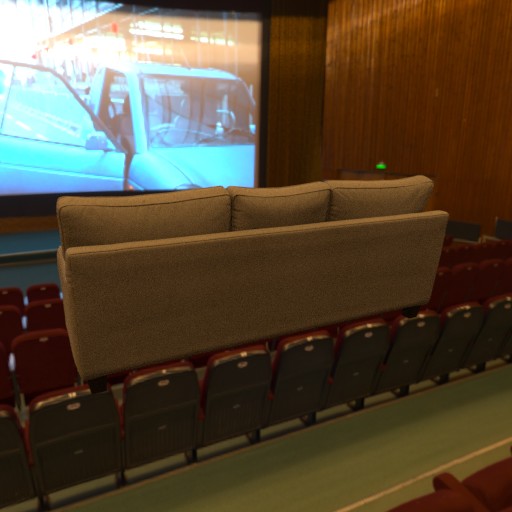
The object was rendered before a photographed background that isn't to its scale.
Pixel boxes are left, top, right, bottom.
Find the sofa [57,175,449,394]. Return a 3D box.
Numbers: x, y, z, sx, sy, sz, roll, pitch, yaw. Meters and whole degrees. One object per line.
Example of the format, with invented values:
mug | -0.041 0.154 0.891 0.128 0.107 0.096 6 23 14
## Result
sofa | 0.000 0.000 2.864 2.323 0.991 1.016 -7 17 -25
